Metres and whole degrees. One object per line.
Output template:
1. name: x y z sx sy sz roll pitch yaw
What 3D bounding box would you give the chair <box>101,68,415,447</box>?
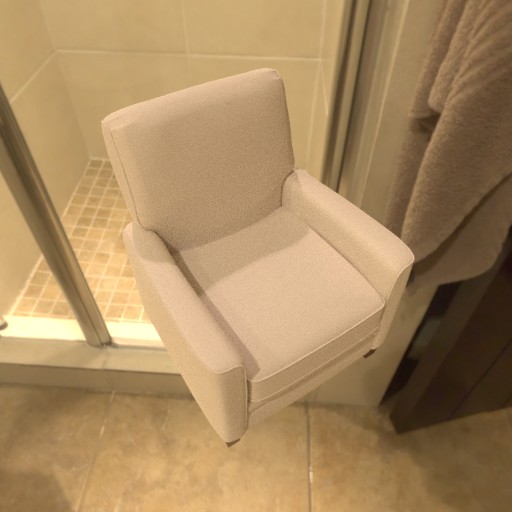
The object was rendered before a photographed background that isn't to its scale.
1. chair: 0.000 0.000 1.662 0.841 1.028 0.858 -26 52 -22
